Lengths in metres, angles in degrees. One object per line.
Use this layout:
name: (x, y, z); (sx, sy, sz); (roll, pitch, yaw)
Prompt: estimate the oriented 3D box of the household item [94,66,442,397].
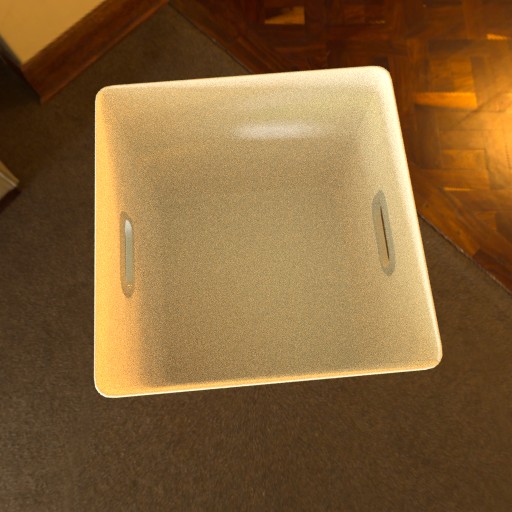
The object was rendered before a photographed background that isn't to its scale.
household item: (0.000, 0.000, 0.560); (0.305, 0.305, 0.305); (-5, 76, -1)
